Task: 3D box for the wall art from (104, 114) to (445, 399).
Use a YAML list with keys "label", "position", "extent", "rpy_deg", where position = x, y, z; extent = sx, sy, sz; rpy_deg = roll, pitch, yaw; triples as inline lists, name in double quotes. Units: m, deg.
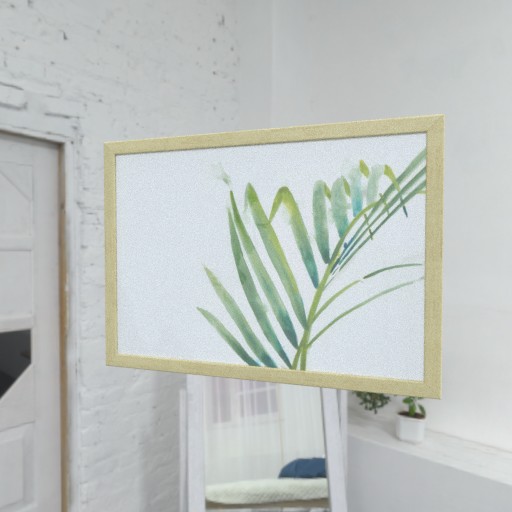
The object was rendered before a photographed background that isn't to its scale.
- label: "wall art"
  position: [0.000, 0.000, 0.687]
  extent: [0.533, 0.381, 0.032]
  rpy_deg: [1, 2, 18]
